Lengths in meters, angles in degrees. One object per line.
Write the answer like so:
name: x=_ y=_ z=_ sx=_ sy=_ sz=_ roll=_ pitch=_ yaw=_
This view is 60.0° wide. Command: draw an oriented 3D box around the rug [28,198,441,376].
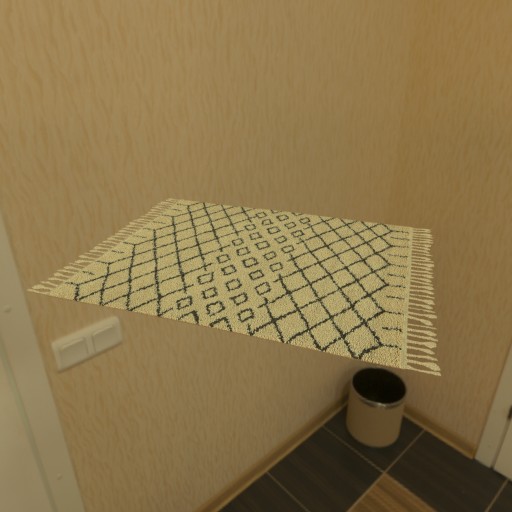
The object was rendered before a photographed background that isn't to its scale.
rug: x=0.000 y=0.000 z=4.210 sx=3.213 sy=0.030 sz=2.388 roll=9 pitch=28 yaw=16
